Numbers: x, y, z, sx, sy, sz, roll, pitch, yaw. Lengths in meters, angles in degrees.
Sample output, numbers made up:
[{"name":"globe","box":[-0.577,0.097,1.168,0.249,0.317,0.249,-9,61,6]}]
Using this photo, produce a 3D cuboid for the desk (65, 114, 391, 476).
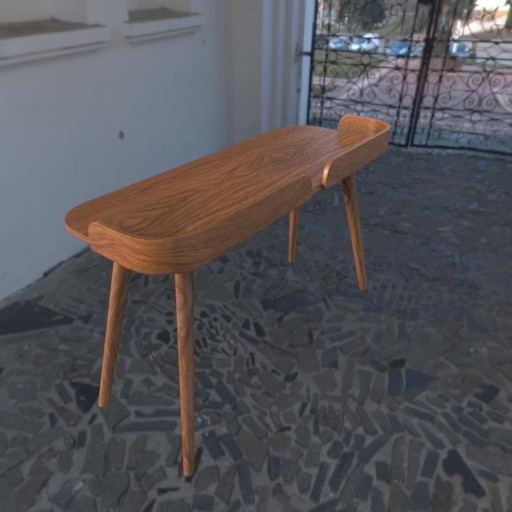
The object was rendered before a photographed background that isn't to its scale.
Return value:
[{"name":"desk","box":[0.000,0.000,1.656,0.486,0.800,1.256,22,37,31]}]
